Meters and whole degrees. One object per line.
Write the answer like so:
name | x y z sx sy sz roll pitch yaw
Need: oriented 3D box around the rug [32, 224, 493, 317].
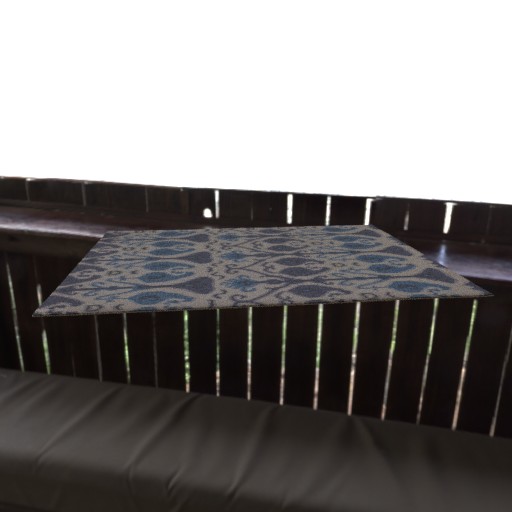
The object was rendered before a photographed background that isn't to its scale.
rug | 0.000 0.000 4.219 3.228 0.024 2.443 -2 16 -7
